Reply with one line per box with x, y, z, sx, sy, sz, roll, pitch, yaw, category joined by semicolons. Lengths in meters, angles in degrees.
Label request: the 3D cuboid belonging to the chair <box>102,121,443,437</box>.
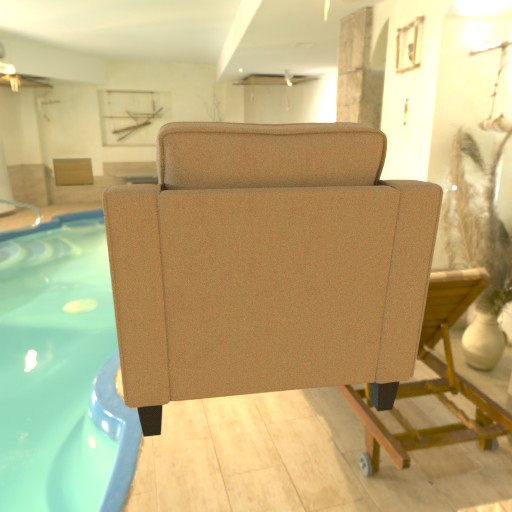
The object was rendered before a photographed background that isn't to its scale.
0.000;0.000;1.655;0.922;0.948;0.882;-3;16;-9;chair
